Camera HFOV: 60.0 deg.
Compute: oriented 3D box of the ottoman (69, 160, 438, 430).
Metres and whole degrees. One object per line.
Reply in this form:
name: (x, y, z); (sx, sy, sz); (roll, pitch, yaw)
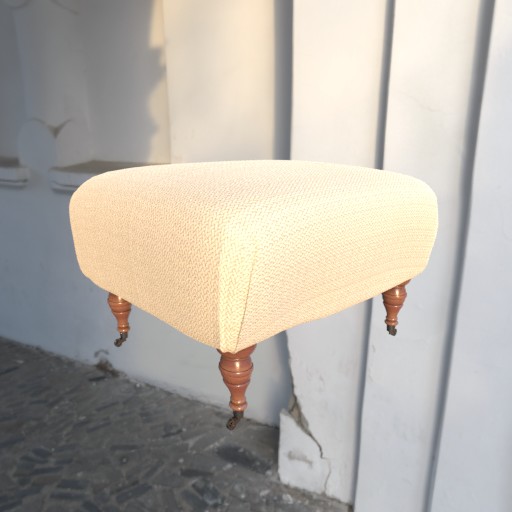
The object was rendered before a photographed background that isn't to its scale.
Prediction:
ottoman: (0.000, 0.000, 1.070); (0.684, 0.447, 0.622); (-14, 21, -41)
